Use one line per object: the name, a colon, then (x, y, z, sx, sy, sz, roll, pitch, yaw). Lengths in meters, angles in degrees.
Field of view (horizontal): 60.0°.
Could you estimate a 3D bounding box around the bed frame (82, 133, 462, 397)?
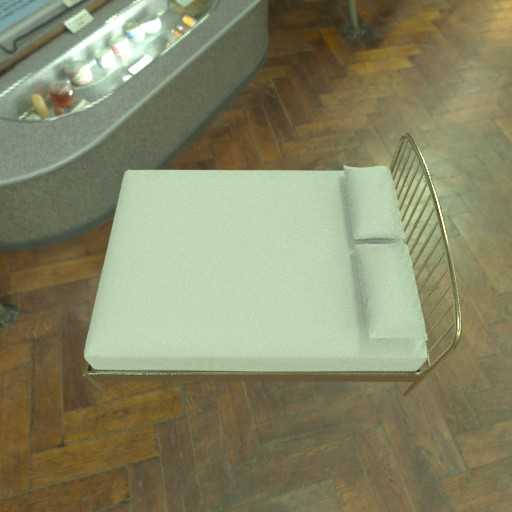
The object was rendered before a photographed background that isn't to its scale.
bed frame: (0.000, 0.000, 3.078, 2.152, 1.175, 1.612, 0, 57, 0)
